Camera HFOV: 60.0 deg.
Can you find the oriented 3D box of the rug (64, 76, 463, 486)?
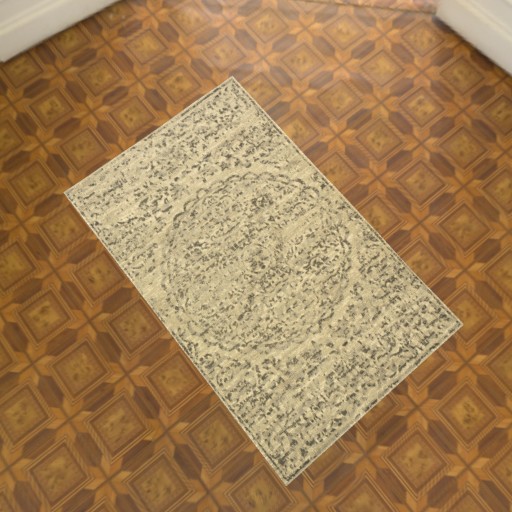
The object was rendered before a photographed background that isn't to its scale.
[{"bbox_3d":[0.000,0.000,3.029,1.527,0.021,2.447,-38,78,-9],"label":"rug"}]
